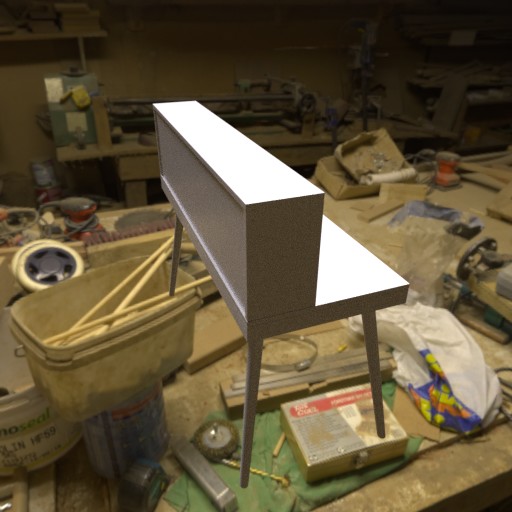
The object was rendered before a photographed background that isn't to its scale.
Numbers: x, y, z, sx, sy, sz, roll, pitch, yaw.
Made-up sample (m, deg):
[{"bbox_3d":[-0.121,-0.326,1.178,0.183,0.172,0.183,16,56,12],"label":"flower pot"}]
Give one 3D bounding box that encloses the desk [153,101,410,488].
[{"bbox_3d":[0.000,0.000,1.762,0.559,0.990,1.199,-11,31,-18],"label":"desk"}]
